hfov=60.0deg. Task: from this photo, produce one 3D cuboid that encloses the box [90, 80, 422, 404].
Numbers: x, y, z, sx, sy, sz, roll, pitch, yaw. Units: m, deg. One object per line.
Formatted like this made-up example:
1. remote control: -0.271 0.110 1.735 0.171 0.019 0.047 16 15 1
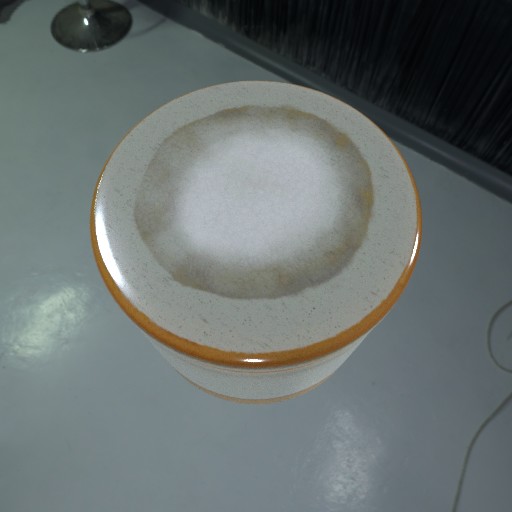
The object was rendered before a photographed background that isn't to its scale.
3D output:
1. box: 0.000 0.000 0.206 0.123 0.100 0.123 0 64 0
